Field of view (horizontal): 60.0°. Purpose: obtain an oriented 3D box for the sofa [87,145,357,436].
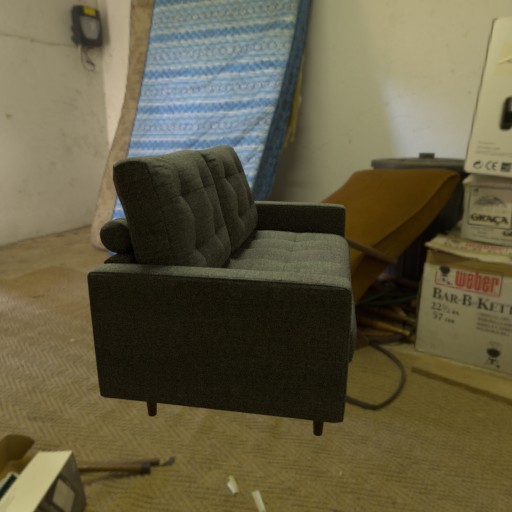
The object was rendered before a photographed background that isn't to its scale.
[{"bbox_3d":[0.000,0.000,1.945,0.842,0.907,1.407,3,16,10],"label":"sofa"}]
